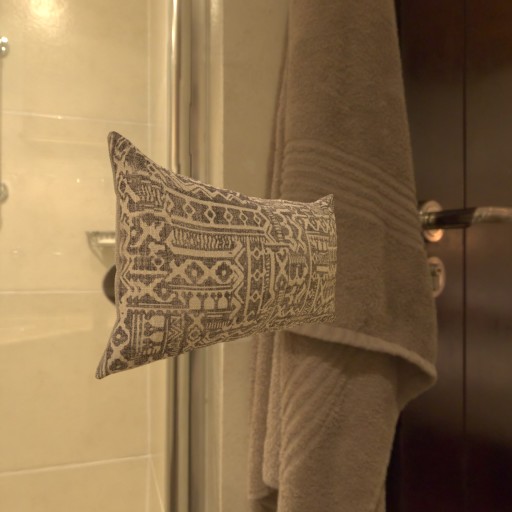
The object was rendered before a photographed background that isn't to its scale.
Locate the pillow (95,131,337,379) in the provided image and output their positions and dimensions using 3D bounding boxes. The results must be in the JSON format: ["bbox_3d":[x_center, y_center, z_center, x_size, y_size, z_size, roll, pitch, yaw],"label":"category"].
[{"bbox_3d":[0.000,0.000,0.762,0.148,0.290,0.631,-1,-1,35],"label":"pillow"}]
